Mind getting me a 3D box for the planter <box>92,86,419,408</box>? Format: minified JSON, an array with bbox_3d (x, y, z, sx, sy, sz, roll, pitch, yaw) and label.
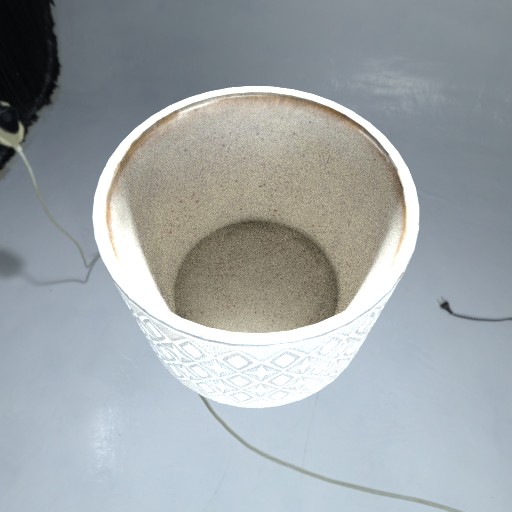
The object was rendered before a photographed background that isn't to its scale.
[{"bbox_3d":[0.000,0.000,0.317,0.186,0.144,0.186,0,59,0],"label":"planter"}]
